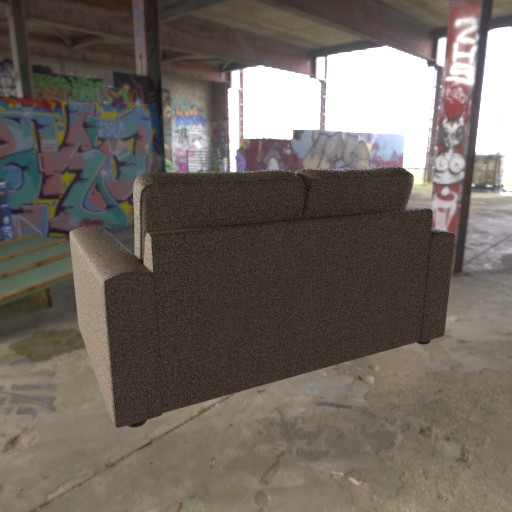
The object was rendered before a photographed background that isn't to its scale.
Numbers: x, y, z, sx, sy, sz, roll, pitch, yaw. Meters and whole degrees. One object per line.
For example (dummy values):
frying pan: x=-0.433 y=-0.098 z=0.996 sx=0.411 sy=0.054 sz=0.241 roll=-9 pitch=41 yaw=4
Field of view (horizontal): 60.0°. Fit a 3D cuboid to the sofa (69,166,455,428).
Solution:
sofa: x=0.000 y=0.000 z=2.194 sx=1.616 sy=0.873 sz=1.016 roll=-7 pitch=16 yaw=-27
